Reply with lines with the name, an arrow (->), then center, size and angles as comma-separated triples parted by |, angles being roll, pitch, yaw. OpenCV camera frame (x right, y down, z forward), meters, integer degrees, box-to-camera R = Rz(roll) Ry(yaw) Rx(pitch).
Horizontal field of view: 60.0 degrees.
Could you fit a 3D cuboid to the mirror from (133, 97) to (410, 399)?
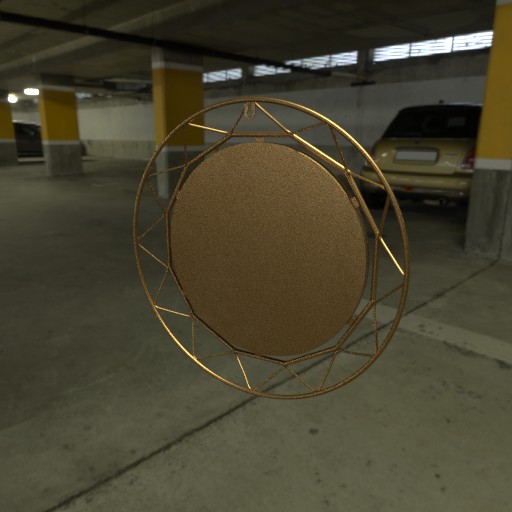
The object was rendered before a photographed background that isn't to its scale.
mirror -> 0.000, 0.000, 0.674 | 0.454, 0.454, 0.043 | 8, 17, 27
